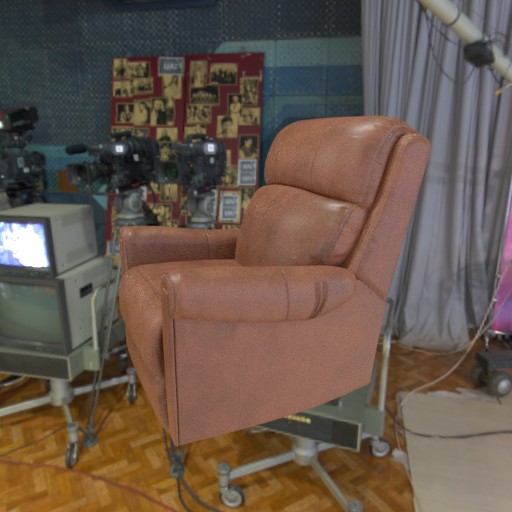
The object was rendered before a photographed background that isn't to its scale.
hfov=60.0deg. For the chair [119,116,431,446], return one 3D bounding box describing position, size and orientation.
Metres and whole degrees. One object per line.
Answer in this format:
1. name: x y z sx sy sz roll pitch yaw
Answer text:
1. chair: 0.000 0.000 1.750 1.014 1.054 0.838 -7 16 -25
